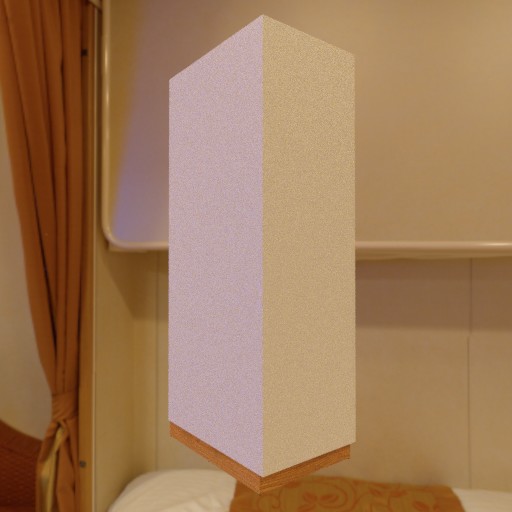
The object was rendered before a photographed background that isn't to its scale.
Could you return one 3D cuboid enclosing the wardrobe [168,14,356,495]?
[{"bbox_3d":[0.000,0.000,2.394,0.600,2.040,0.860,1,-1,-38],"label":"wardrobe"}]
